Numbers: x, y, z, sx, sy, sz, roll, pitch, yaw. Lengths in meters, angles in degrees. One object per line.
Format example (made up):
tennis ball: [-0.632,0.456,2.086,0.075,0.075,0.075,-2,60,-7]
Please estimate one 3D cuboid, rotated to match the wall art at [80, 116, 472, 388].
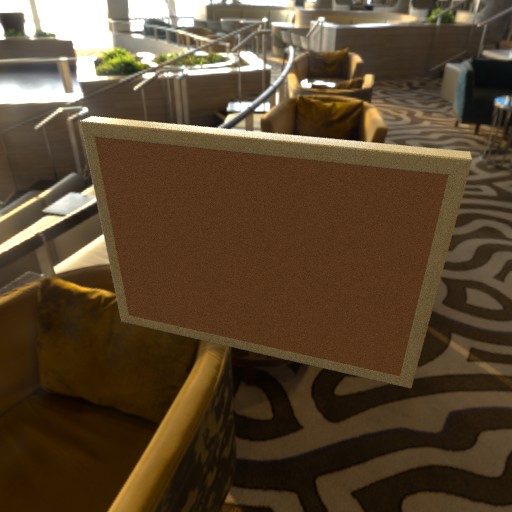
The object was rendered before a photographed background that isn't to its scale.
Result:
wall art: [0.000,0.000,0.692,0.533,0.381,0.032,10,33,15]
